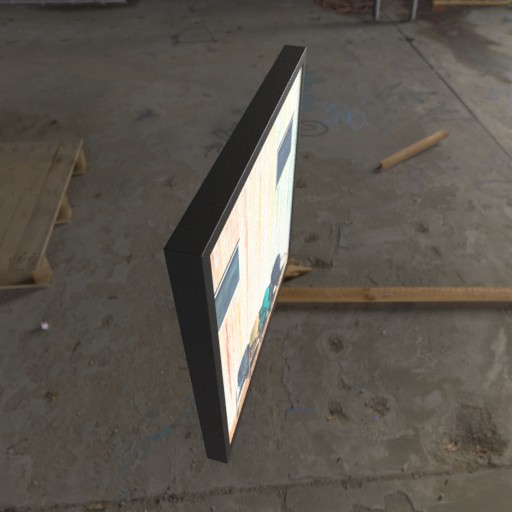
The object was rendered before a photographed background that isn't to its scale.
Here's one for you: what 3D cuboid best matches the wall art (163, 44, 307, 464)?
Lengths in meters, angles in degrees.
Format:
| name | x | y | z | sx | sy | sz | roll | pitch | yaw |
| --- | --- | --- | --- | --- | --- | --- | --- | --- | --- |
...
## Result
| name | x | y | z | sx | sy | sz | roll | pitch | yaw |
| --- | --- | --- | --- | --- | --- | --- | --- | --- | --- |
| wall art | 0.000 | 0.000 | 0.750 | 0.037 | 0.506 | 0.506 | 11 | 47 | 11 |
